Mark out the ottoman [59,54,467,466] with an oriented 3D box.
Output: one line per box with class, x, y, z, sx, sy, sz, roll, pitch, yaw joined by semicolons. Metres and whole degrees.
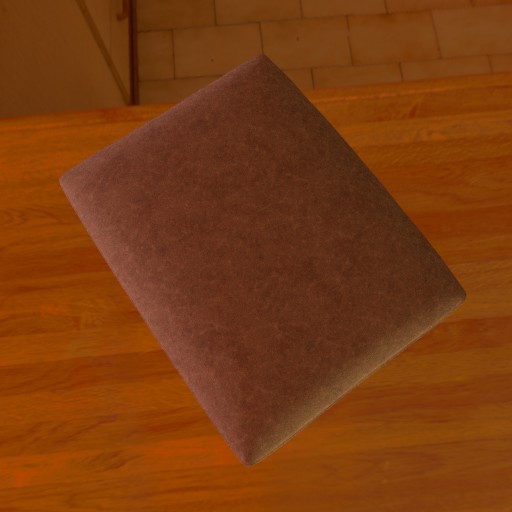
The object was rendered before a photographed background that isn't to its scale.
ottoman;0.000;0.000;1.117;0.584;0.513;0.741;-35;78;-8
